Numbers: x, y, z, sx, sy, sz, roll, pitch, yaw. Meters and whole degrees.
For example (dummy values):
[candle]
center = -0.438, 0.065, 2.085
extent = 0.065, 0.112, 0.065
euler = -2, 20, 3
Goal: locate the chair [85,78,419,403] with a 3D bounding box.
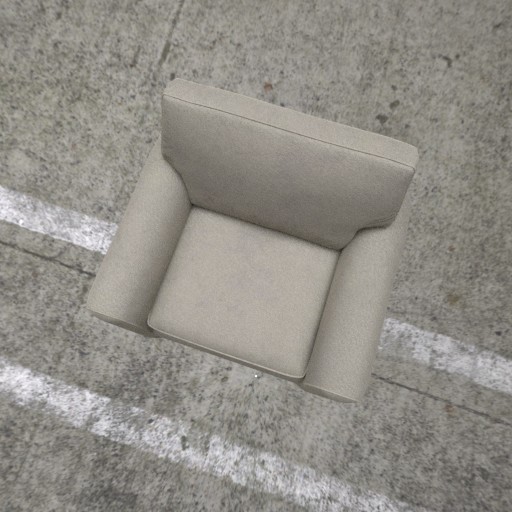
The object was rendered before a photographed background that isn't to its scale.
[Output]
[chair]
center = 0.000, 0.000, 1.920
extent = 1.147, 1.044, 0.939
euler = 18, 76, 5
